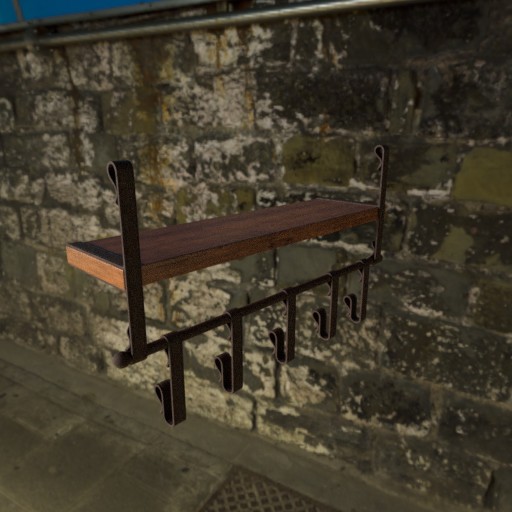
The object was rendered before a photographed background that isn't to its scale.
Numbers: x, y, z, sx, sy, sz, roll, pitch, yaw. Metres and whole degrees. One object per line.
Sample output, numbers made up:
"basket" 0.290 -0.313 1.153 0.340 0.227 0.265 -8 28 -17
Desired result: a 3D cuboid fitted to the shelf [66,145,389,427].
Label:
"shelf" 0.000 0.000 0.702 0.146 0.330 0.567 16 22 42
